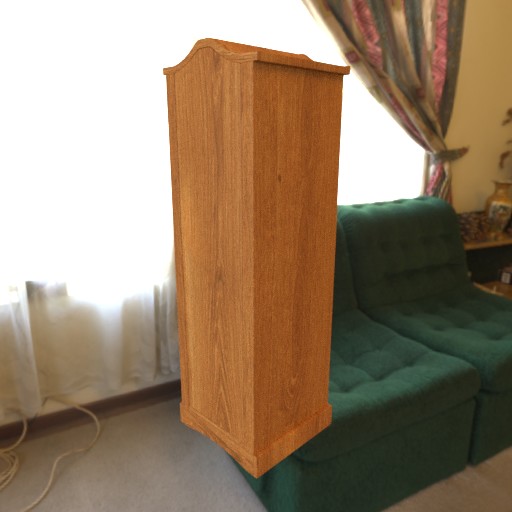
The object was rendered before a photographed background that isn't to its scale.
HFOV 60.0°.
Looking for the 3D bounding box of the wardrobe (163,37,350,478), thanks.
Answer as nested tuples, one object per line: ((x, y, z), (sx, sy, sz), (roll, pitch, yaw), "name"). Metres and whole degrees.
((0.000, 0.000, 2.156), (0.570, 1.870, 0.590), (-15, 21, -43), "wardrobe")
